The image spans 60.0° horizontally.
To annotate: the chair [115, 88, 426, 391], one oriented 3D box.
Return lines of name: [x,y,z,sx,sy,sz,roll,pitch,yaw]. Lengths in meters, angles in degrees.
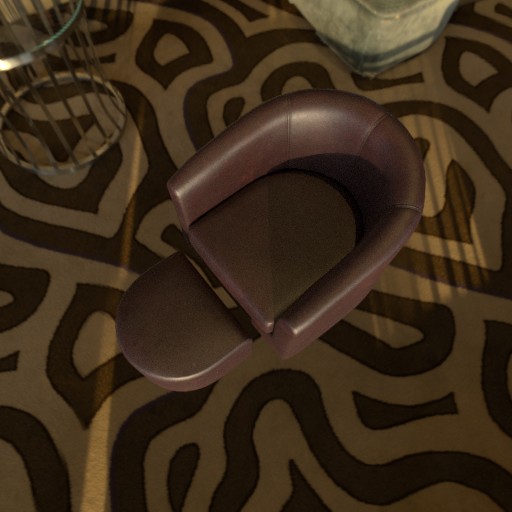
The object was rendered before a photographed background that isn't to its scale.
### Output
chair: [0.000,0.000,1.667,1.176,0.755,0.737,-36,69,-16]
